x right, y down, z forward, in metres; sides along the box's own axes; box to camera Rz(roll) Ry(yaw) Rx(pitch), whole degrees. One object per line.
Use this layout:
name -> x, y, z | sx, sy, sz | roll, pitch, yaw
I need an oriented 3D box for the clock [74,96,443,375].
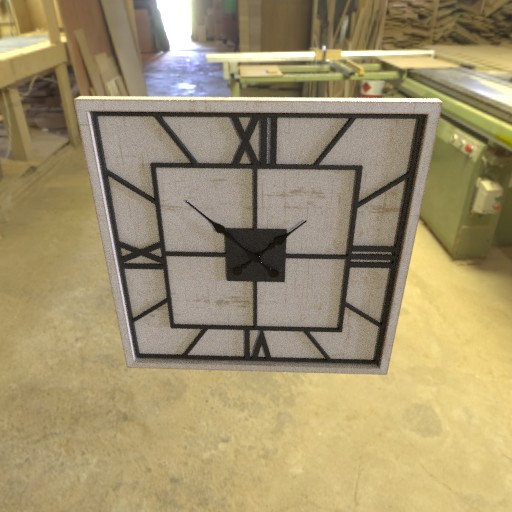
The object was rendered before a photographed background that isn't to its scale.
clock -> 0.000, 0.000, 1.036 | 0.705, 0.705, 0.032 | 1, 30, 2
